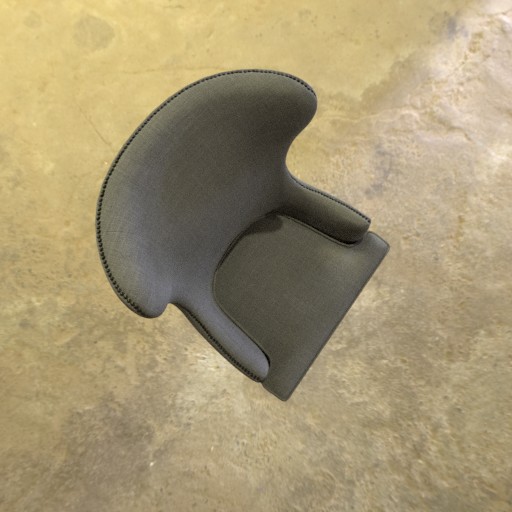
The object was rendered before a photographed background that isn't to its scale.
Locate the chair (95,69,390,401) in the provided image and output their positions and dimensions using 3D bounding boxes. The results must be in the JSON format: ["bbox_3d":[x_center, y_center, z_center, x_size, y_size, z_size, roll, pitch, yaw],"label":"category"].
[{"bbox_3d":[0.000,0.000,1.820,0.883,1.176,0.864,35,79,8],"label":"chair"}]
